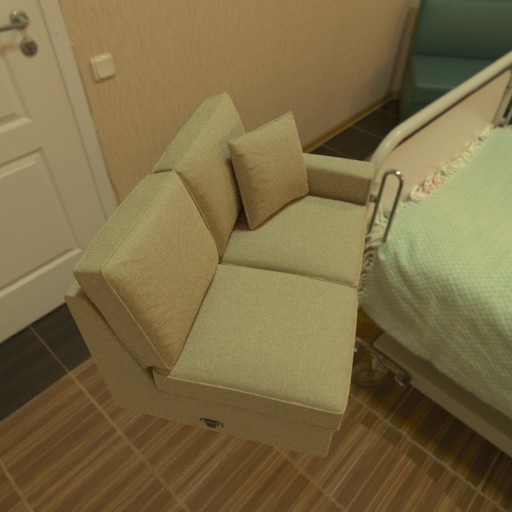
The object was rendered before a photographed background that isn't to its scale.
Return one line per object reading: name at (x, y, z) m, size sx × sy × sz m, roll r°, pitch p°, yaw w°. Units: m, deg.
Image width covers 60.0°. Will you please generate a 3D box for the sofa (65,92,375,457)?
sofa at (0.000, 0.000, 2.070) m, size 0.991 × 0.989 × 1.388 m, roll 10°, pitch 46°, yaw 10°
